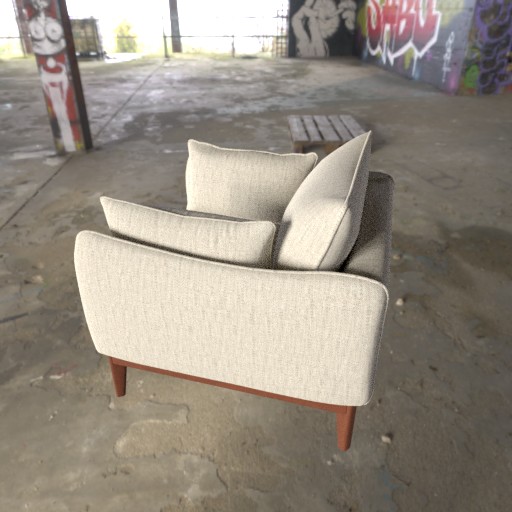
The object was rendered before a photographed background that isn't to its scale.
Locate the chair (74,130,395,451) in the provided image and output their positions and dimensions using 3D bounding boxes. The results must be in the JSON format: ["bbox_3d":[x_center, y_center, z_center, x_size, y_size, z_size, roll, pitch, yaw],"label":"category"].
[{"bbox_3d":[0.000,0.000,1.746,0.991,0.855,0.994,8,30,14],"label":"chair"}]
